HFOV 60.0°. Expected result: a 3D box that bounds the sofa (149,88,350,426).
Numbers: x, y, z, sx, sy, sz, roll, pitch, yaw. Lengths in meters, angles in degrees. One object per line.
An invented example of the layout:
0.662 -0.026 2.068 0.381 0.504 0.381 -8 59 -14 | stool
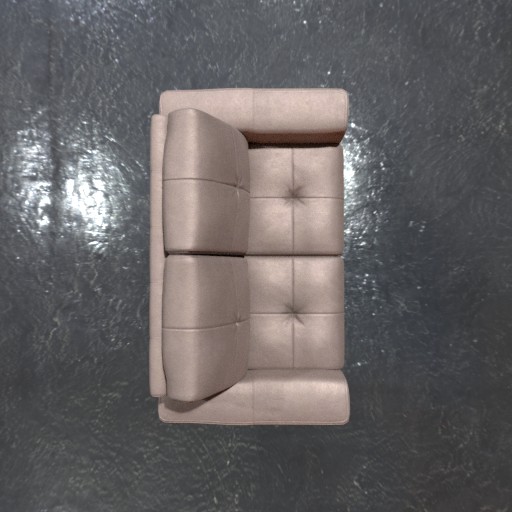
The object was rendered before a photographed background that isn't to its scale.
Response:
0.000 0.000 2.417 1.018 0.907 1.806 0 89 0 | sofa
